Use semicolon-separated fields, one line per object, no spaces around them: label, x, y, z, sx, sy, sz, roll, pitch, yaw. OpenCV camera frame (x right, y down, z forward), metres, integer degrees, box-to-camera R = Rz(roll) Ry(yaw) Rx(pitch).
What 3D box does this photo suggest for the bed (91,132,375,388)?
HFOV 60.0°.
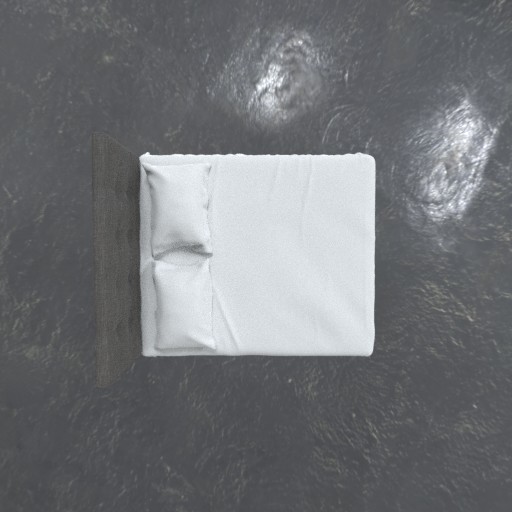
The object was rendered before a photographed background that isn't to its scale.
bed;0.000;0.000;3.564;2.222;1.577;1.936;0;92;0
